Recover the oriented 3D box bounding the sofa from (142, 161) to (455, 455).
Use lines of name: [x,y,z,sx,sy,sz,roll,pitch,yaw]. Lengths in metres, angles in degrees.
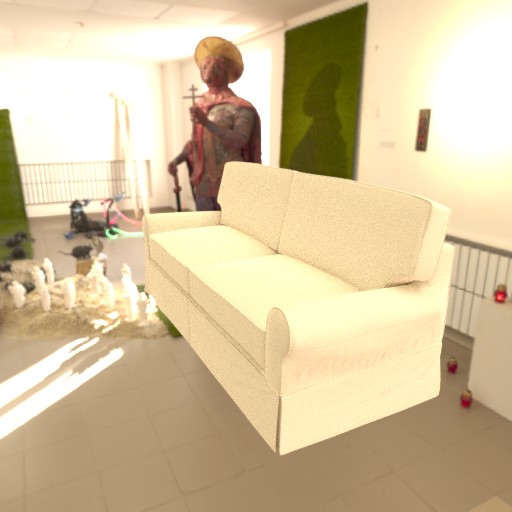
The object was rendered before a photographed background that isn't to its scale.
sofa: [0.000,0.000,2.503,0.862,0.937,2.021,-9,19,-26]
